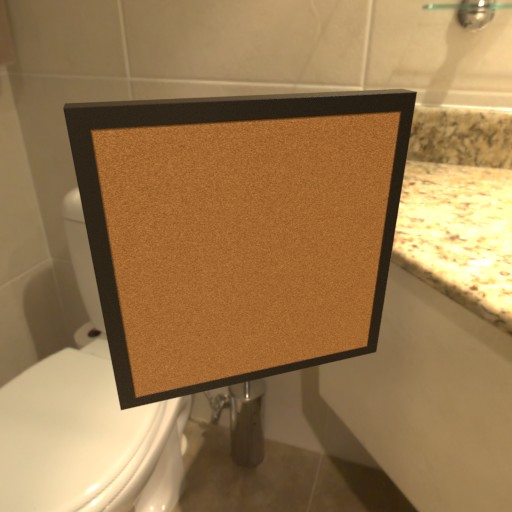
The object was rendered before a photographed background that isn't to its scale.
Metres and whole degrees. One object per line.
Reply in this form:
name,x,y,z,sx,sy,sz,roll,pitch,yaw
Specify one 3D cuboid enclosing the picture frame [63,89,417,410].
picture frame,0.000,0.000,0.519,0.355,0.353,0.029,-8,28,-16
